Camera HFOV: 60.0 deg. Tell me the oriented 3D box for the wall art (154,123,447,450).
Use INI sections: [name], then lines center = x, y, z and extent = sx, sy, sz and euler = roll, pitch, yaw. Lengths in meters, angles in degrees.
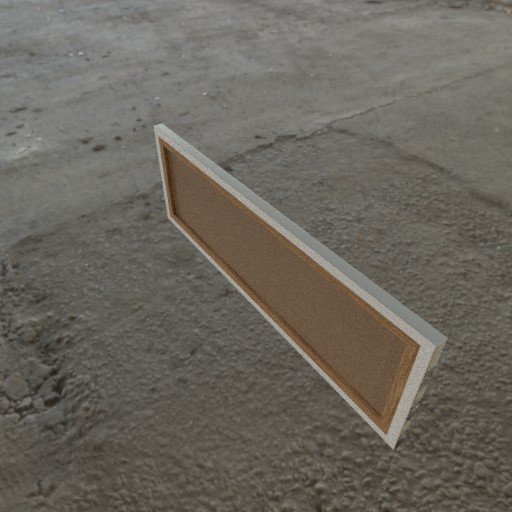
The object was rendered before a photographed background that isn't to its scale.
[wall art]
center = 0.000, 0.000, 1.687
extent = 0.044, 0.507, 1.520
euler = -25, 46, -26
